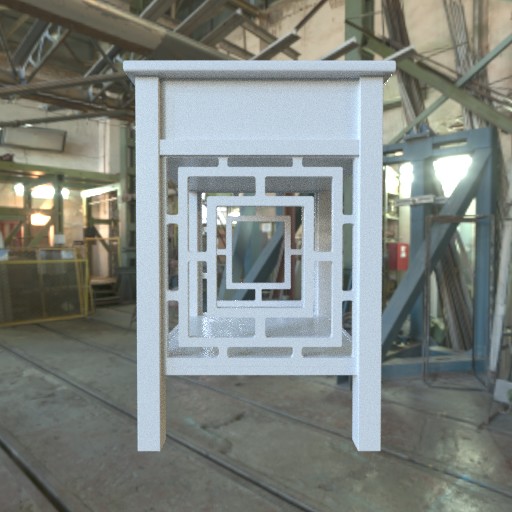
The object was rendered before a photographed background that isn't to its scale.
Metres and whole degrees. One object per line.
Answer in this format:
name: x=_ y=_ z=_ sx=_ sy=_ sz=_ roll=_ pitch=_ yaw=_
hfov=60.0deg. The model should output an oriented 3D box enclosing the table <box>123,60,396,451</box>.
table: x=0.000 y=0.000 z=1.003 sx=0.451 sy=0.646 sz=0.564 roll=0 pitch=1 yaw=0
